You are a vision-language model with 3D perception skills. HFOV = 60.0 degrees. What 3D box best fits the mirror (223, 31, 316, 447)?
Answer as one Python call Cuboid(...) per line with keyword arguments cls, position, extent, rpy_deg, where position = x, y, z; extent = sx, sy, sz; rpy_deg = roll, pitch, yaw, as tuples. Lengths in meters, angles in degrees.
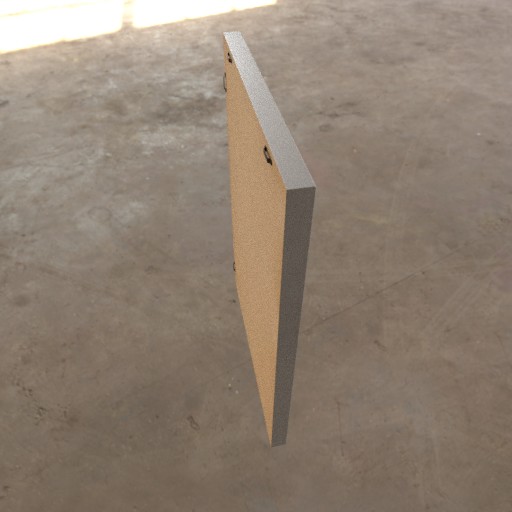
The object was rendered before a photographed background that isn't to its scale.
Cuboid(cls="mirror", position=(0.000, 0.000, 0.920), extent=(0.039, 0.710, 0.507), rpy_deg=(-8, 46, -8))
